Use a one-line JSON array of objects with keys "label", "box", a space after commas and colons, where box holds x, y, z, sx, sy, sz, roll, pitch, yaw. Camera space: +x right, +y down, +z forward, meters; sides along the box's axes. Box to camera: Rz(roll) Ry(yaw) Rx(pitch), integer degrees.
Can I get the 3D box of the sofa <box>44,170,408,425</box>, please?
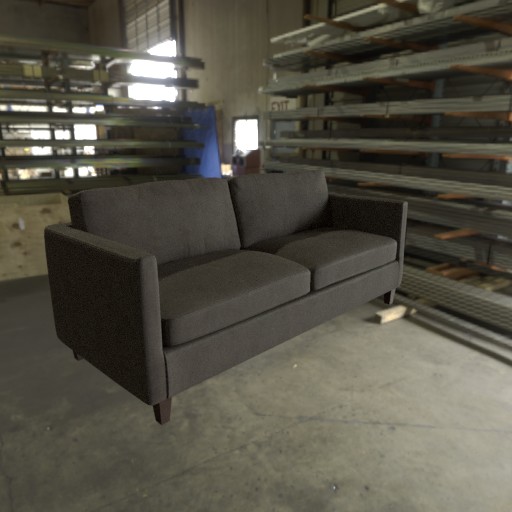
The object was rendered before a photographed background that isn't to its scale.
[{"label": "sofa", "box": [0.000, 0.000, 2.774, 0.951, 0.965, 2.208, 14, 21, 43]}]
